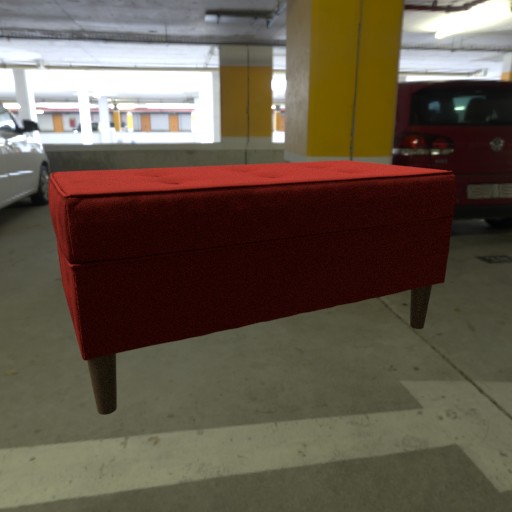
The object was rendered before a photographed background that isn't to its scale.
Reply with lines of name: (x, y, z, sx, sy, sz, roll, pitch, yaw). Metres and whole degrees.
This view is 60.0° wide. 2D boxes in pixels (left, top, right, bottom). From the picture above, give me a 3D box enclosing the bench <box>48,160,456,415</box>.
bench: (0.000, 0.000, 1.251, 1.016, 0.471, 0.492, -8, 18, -26)
